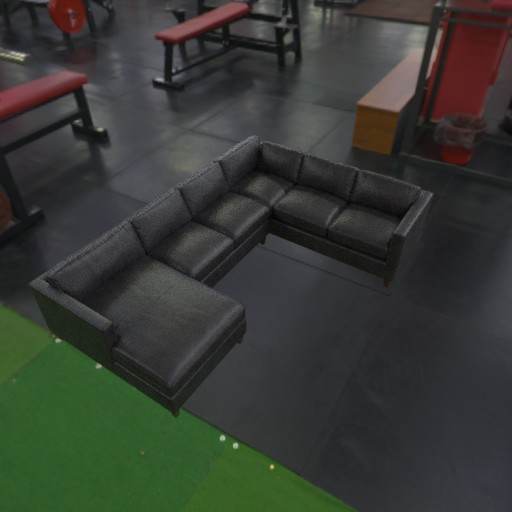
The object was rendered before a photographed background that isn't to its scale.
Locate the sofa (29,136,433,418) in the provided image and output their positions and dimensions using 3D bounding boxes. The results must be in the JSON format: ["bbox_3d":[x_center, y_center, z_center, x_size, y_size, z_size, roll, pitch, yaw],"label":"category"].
[{"bbox_3d":[0.000,0.000,4.477,2.452,0.891,3.324,23,46,25],"label":"sofa"}]
